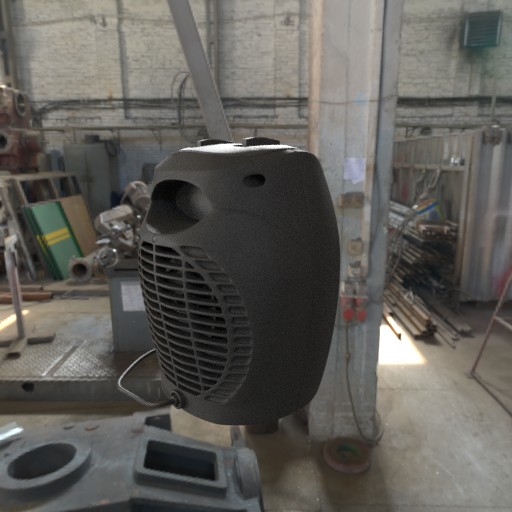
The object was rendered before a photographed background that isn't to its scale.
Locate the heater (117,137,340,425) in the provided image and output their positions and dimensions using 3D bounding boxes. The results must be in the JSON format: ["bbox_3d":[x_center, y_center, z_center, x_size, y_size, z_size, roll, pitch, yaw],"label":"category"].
[{"bbox_3d":[0.000,0.000,0.476,0.291,0.240,0.239,-12,17,-43],"label":"heater"}]
